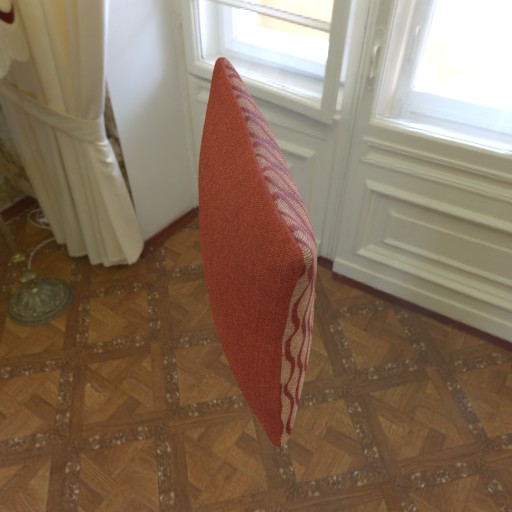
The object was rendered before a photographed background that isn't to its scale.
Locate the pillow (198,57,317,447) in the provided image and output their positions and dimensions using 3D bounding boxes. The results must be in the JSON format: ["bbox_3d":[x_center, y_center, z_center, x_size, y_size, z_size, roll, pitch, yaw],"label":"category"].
[{"bbox_3d":[0.000,0.000,0.670,0.159,0.434,0.429,-10,46,-9],"label":"pillow"}]
